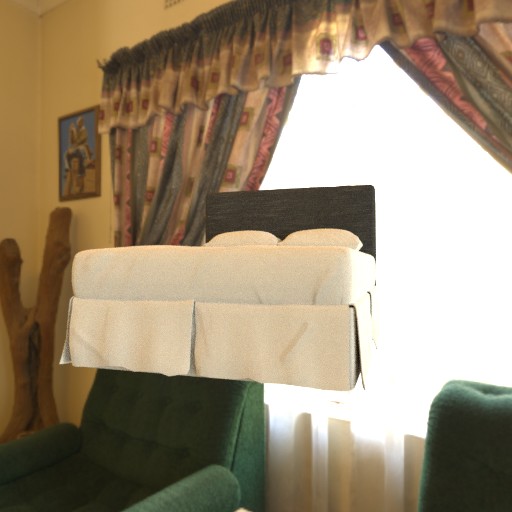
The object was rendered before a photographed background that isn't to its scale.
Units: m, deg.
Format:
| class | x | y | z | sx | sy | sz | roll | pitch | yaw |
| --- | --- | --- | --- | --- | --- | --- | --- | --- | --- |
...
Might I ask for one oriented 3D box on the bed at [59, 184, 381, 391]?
| class | x | y | z | sx | sy | sz | roll | pitch | yaw |
| --- | --- | --- | --- | --- | --- | --- | --- | --- | --- |
| bed | 0.000 | 0.000 | 3.259 | 1.723 | 1.330 | 2.142 | 0 | -1 | 18 |
